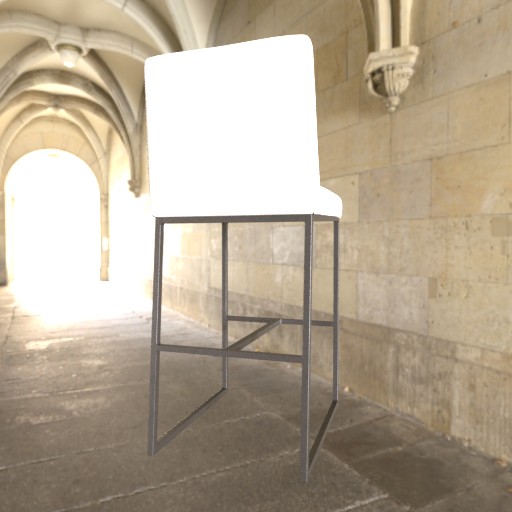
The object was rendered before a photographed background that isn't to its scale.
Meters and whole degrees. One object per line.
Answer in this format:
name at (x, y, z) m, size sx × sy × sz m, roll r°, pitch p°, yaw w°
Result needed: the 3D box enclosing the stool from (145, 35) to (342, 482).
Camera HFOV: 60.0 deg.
stool at (0.000, 0.000, 1.369) m, size 0.464 × 1.061 × 0.573 m, roll 1°, pitch 2°, yaw 18°
